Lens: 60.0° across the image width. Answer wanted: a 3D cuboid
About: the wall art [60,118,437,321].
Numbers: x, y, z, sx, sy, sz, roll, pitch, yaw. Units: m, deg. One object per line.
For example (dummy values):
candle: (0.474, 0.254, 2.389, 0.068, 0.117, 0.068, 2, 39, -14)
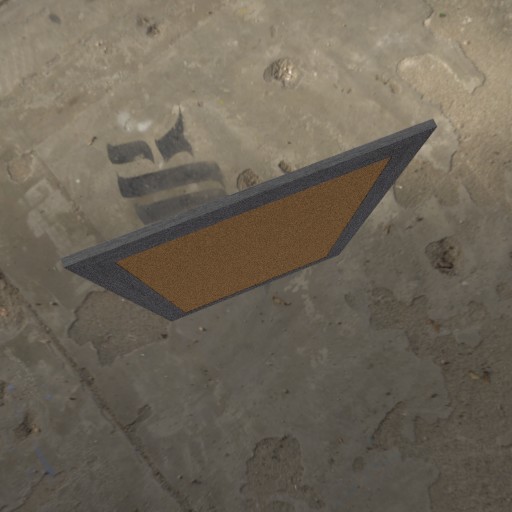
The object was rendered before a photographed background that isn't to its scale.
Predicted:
wall art: (0.000, 0.000, 1.368, 0.768, 1.070, 0.020, -21, 77, -5)
